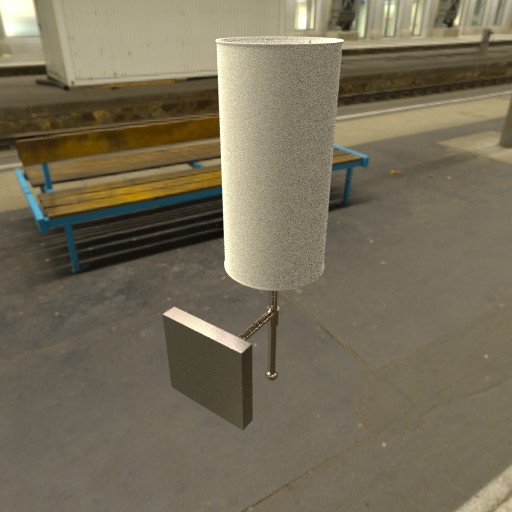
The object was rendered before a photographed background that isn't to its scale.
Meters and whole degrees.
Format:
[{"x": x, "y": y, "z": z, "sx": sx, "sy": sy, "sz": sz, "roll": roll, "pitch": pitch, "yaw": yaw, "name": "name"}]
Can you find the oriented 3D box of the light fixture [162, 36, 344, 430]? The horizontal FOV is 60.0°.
[{"x": 0.000, "y": 0.000, "z": 0.530, "sx": 0.128, "sy": 0.462, "sz": 0.208, "roll": 19, "pitch": 34, "yaw": 31, "name": "light fixture"}]
